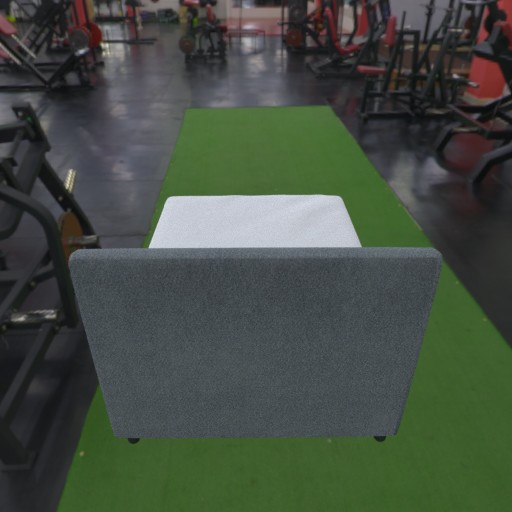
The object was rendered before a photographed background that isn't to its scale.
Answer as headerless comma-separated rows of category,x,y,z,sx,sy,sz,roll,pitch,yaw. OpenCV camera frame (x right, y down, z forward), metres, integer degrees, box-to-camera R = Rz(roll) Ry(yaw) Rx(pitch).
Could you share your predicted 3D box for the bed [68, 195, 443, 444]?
bed,0.000,0.000,3.147,1.713,1.330,2.142,0,32,0
